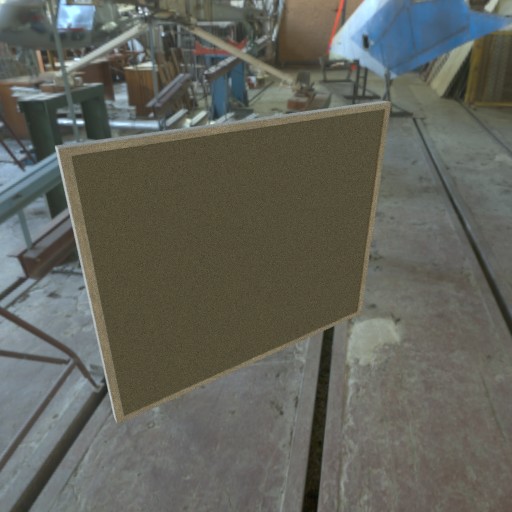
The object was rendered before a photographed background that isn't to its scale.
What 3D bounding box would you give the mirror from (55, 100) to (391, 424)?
[{"bbox_3d":[0.000,0.000,1.143,0.839,0.689,0.028,-18,33,-29],"label":"mirror"}]
